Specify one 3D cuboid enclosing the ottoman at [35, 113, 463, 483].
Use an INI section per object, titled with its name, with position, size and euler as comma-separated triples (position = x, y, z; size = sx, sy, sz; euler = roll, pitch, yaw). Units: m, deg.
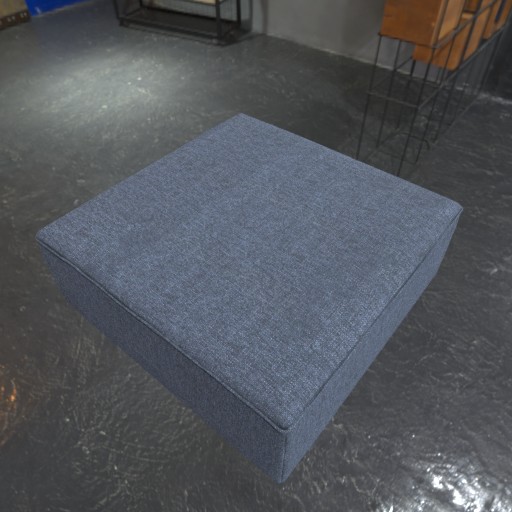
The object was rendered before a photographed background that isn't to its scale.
[ottoman]
position = 0.000, 0.000, 1.559
size = 1.017, 0.423, 1.023
euler = 31, 54, 27
